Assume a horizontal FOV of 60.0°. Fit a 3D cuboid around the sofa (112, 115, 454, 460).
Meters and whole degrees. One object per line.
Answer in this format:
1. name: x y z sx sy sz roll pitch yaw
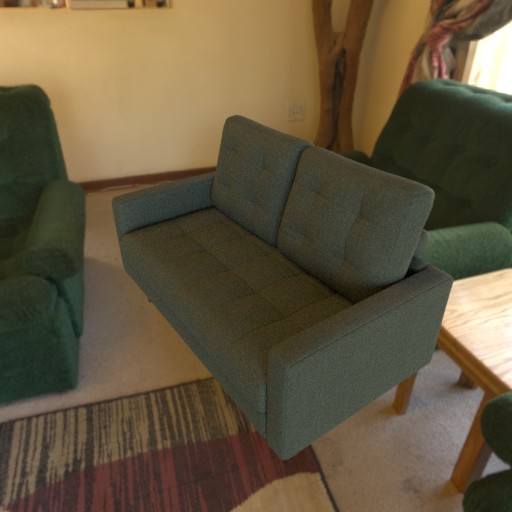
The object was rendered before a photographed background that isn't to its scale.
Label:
1. sofa: 0.000 0.000 1.956 0.842 0.907 1.407 -21 37 -29
